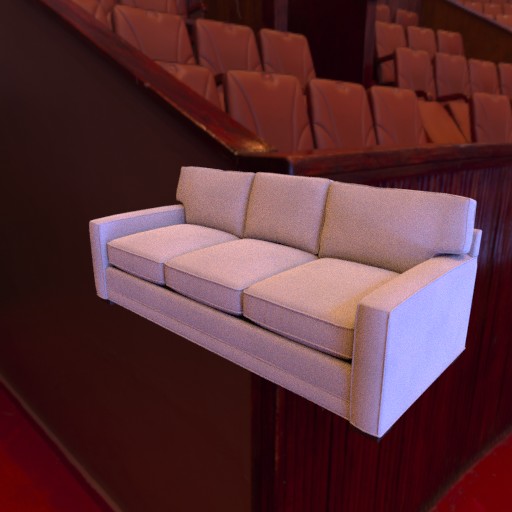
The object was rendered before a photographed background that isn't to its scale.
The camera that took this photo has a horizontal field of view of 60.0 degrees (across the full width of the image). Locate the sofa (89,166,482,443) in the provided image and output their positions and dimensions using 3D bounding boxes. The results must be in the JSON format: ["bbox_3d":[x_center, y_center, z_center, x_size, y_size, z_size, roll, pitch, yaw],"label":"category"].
[{"bbox_3d":[0.000,0.000,2.524,2.088,0.862,0.935,15,23,40],"label":"sofa"}]
